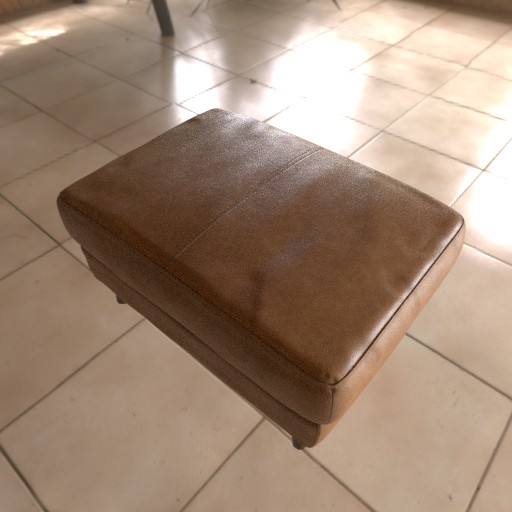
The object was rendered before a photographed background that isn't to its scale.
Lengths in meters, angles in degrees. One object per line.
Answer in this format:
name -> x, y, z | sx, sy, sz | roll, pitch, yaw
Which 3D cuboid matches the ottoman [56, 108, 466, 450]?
ottoman -> 0.000, 0.000, 1.193 | 0.869, 0.461, 0.630 | 31, 54, 27
